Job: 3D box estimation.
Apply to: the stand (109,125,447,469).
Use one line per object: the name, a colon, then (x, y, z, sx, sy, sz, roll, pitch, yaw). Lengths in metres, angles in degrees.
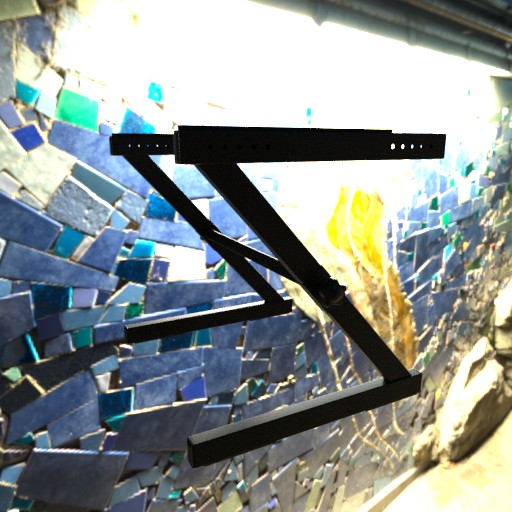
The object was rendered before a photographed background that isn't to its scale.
stand: (0.000, 0.000, 1.143, 0.586, 0.617, 0.700, -7, 16, -26)
